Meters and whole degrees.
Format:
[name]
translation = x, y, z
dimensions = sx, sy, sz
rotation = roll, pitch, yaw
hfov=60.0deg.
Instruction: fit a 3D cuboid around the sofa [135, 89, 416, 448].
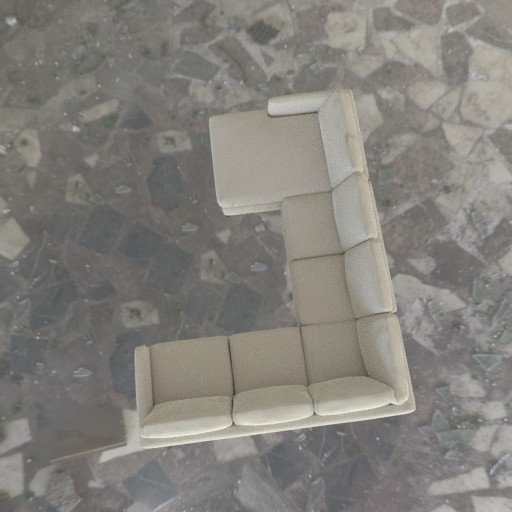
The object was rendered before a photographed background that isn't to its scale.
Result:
[sofa]
translation = 0.000, 0.000, 4.691
dimensions = 2.593, 0.956, 3.459
rotation = -7, 76, -2
